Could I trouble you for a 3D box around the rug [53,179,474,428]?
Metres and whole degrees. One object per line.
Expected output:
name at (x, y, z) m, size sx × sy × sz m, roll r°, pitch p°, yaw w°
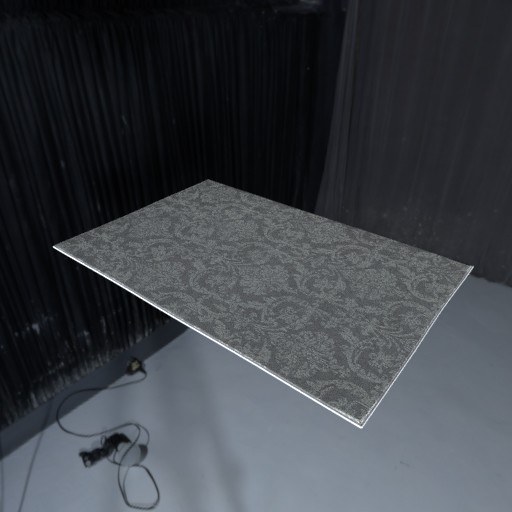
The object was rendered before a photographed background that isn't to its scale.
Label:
rug at (0.000, 0.000, 3.458) m, size 2.746 × 0.018 × 1.819 m, roll 23°, pitch 38°, yaw 32°
